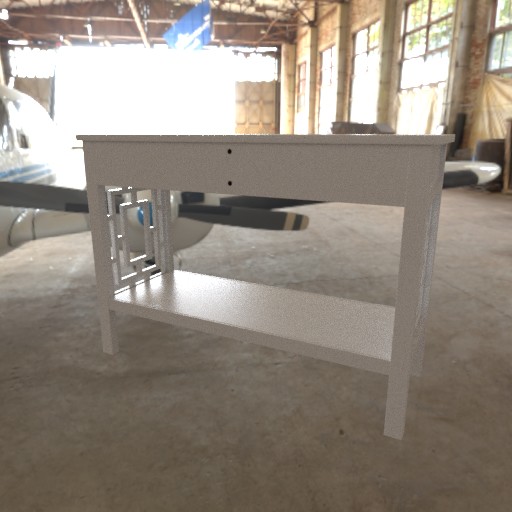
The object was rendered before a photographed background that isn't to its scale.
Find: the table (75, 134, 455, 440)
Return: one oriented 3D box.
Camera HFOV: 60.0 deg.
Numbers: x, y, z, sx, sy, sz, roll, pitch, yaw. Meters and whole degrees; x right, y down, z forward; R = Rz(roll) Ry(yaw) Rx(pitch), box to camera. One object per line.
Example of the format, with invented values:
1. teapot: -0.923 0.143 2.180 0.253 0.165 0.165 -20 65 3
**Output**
1. table: 0.000 0.000 1.422 1.068 0.753 0.397 8 17 26
